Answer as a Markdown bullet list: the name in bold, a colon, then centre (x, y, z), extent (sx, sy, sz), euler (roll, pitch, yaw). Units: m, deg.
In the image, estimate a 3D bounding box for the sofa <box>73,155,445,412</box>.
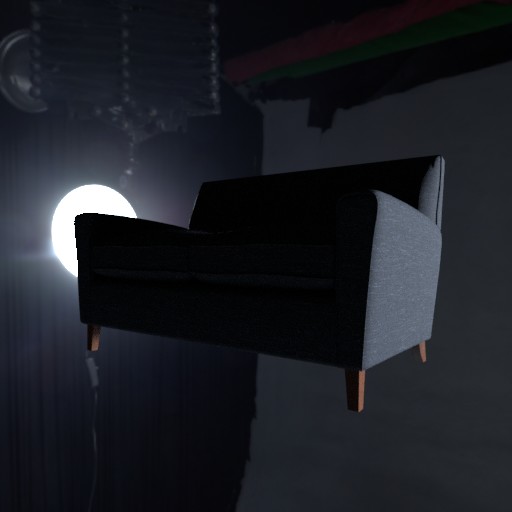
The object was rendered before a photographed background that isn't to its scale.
- **sofa**: centre (0.000, 0.000, 1.926), extent (1.420, 0.846, 0.875), euler (1, 1, 36)
